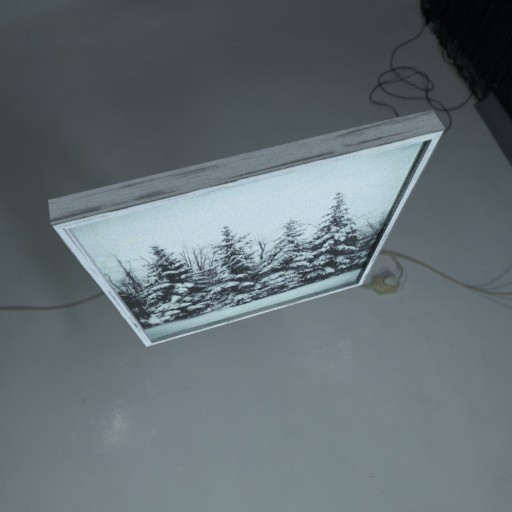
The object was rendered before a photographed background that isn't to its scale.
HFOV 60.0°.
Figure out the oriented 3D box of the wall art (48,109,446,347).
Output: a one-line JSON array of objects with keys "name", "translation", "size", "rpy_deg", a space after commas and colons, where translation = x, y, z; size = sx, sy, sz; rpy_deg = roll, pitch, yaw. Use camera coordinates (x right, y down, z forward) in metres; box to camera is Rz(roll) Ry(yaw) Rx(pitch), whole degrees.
[{"name": "wall art", "translation": [0.000, 0.000, 0.777], "size": [0.506, 0.506, 0.038], "rpy_deg": [-15, 64, -8]}]
